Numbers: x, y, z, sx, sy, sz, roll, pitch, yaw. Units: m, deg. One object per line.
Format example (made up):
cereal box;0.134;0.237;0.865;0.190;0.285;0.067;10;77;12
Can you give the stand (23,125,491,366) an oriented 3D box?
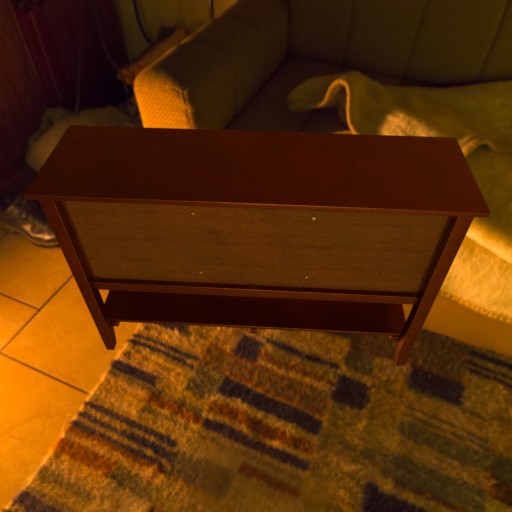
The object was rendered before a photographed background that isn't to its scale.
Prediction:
stand;0.000;0.000;1.743;1.362;0.872;0.410;3;46;2
